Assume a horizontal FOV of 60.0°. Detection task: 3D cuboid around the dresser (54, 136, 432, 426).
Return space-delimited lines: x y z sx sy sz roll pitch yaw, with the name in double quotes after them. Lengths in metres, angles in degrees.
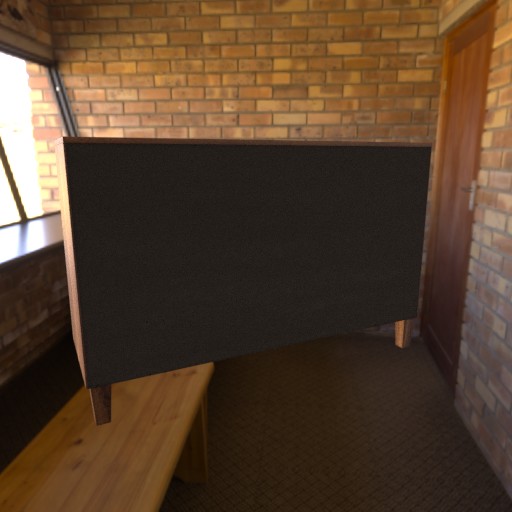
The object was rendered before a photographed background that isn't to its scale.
0.000 0.000 1.788 1.387 0.892 0.438 -6 14 -26 "dresser"
